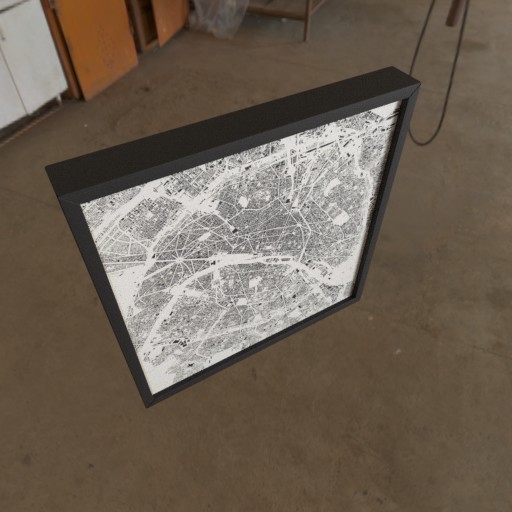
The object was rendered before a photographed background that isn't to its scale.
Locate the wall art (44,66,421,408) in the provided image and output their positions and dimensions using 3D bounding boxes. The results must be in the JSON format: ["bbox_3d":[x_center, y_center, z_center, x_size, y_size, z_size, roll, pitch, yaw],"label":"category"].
[{"bbox_3d":[0.000,0.000,0.447,0.305,0.305,0.037,-23,51,-20],"label":"wall art"}]
